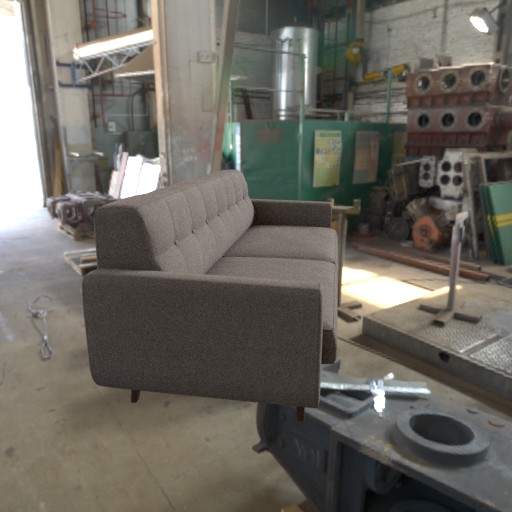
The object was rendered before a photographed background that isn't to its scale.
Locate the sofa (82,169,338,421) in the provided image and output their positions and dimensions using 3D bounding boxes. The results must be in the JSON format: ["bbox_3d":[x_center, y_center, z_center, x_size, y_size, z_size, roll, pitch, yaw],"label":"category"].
[{"bbox_3d":[0.000,0.000,2.485,0.909,0.841,2.029,3,15,10],"label":"sofa"}]
